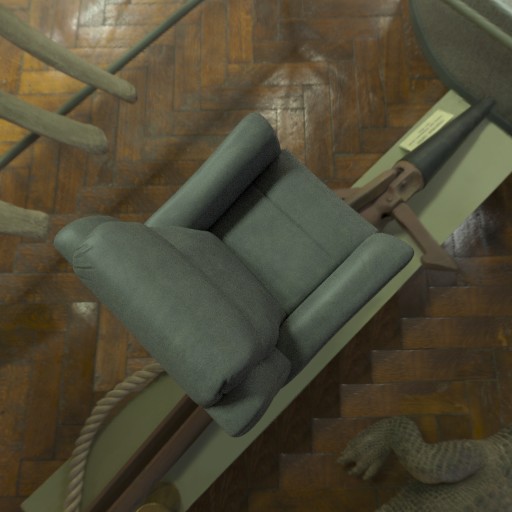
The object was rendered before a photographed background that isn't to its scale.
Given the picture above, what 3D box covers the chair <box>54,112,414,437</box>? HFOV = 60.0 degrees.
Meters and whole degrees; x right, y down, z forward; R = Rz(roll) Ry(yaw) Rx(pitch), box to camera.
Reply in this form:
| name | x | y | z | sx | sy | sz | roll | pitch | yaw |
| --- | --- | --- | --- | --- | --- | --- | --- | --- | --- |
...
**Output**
| name | x | y | z | sx | sy | sz | roll | pitch | yaw |
| --- | --- | --- | --- | --- | --- | --- | --- | --- | --- |
| chair | 0.000 | 0.000 | 1.897 | 0.965 | 1.116 | 1.068 | 44 | 80 | 10 |
